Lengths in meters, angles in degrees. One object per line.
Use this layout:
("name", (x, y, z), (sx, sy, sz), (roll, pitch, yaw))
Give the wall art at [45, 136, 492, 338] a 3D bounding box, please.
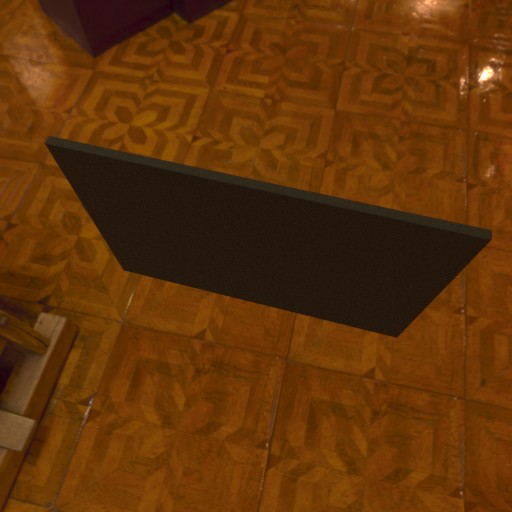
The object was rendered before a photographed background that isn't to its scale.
("wall art", (0.000, 0.000, 1.219), (0.958, 0.656, 0.026), (13, 64, 7))
